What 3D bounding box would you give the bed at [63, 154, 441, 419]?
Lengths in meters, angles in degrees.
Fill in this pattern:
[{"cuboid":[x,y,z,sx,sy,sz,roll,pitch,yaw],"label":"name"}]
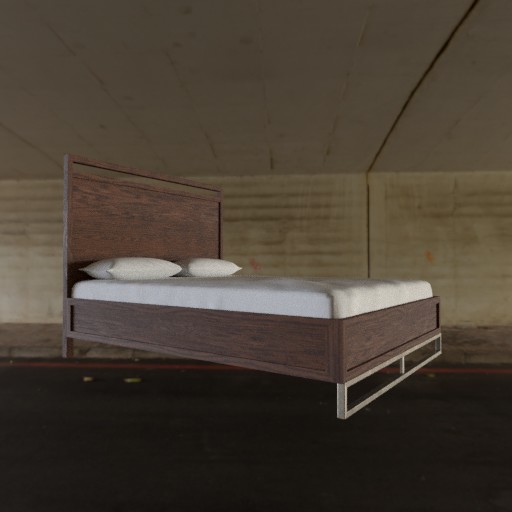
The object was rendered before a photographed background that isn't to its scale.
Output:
[{"cuboid":[0.000,0.000,3.322,2.218,1.487,1.765,-1,-1,36],"label":"bed"}]
